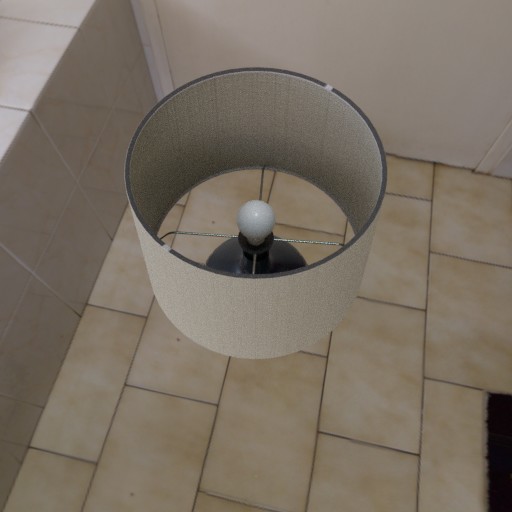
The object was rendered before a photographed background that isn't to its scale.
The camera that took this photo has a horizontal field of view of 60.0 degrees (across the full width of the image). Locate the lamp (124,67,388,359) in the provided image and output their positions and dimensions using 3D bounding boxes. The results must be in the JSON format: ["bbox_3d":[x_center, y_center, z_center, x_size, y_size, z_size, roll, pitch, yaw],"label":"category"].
[{"bbox_3d":[0.000,0.000,0.792,0.376,0.540,0.376,0,64,0],"label":"lamp"}]
